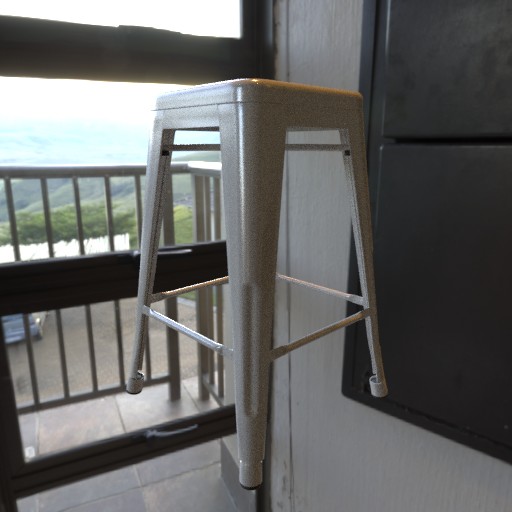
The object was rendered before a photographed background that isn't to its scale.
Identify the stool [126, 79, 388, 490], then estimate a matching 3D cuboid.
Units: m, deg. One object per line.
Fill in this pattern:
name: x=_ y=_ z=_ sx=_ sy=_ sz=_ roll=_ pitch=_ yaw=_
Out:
stool: x=0.000 y=0.000 z=0.878 sx=0.406 sy=0.610 sz=0.406 roll=-13 pitch=19 yaw=-42
